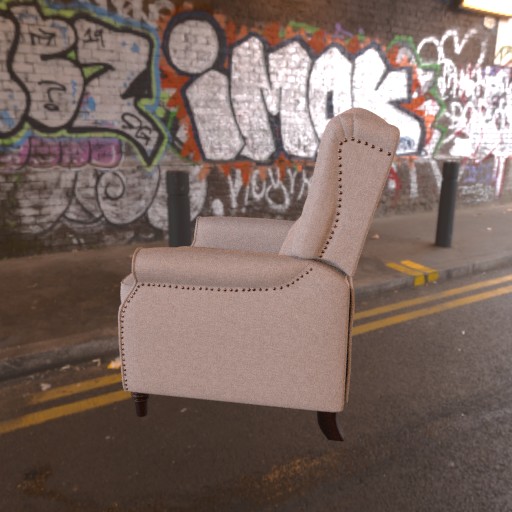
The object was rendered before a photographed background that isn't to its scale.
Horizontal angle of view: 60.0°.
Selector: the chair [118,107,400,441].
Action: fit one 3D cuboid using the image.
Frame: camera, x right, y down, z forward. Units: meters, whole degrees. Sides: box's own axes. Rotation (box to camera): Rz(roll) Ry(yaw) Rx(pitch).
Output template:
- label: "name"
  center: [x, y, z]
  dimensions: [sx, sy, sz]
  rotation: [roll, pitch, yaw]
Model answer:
- label: "chair"
  center: [0.000, 0.000, 1.660]
  dimensions: [0.902, 1.035, 0.742]
  rotation: [3, 14, 10]
